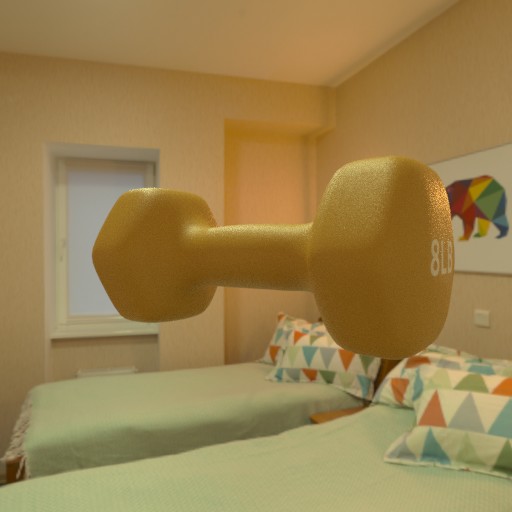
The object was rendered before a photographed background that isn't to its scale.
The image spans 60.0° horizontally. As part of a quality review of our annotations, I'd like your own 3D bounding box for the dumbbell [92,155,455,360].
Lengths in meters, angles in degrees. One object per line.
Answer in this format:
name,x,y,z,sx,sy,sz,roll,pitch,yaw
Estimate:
dumbbell,0.000,0.000,0.236,0.190,0.082,0.090,0,1,38
